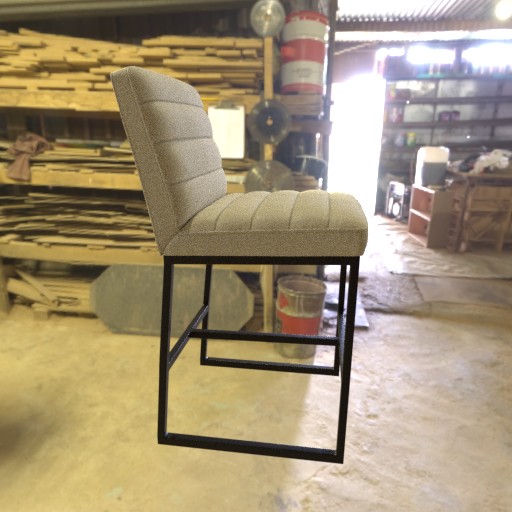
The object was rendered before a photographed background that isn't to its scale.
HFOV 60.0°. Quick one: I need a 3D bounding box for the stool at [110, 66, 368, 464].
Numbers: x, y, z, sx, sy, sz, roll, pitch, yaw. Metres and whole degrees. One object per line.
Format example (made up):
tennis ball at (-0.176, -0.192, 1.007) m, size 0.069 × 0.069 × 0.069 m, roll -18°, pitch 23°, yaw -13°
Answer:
stool at (0.000, 0.000, 1.226) m, size 0.560 × 0.940 × 0.460 m, roll 2°, pitch 16°, yaw 8°
